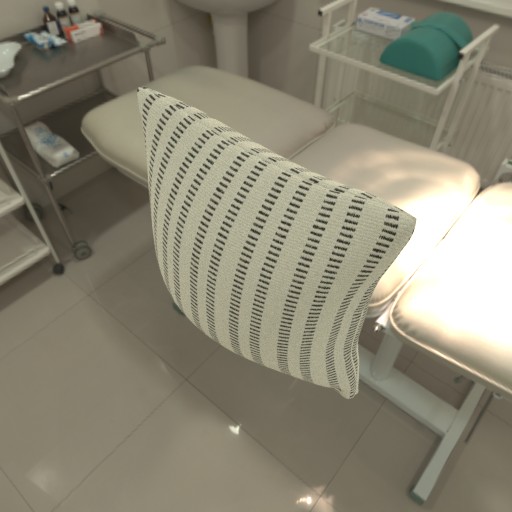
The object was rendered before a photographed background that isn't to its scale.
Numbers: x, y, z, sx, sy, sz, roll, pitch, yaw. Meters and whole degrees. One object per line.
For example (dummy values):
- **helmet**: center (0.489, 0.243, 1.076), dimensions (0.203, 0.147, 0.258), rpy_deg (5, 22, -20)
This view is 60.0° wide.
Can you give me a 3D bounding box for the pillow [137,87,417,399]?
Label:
- **pillow**: center (0.000, 0.000, 0.693), dimensions (0.438, 0.419, 0.247), rpy_deg (32, 56, 25)
